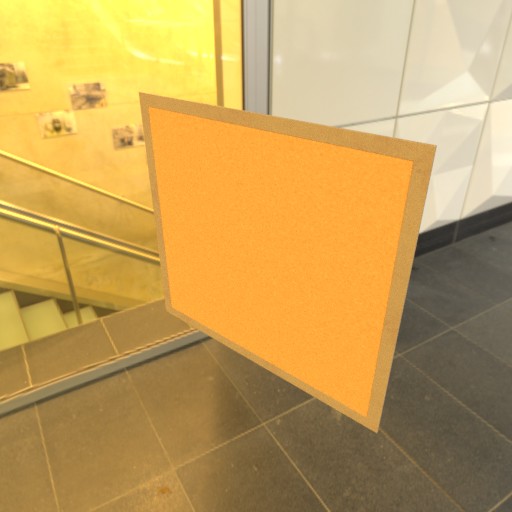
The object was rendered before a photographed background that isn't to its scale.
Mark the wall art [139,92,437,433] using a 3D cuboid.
[{"bbox_3d":[0.000,0.000,1.691,1.168,1.067,0.025,22,37,33],"label":"wall art"}]
